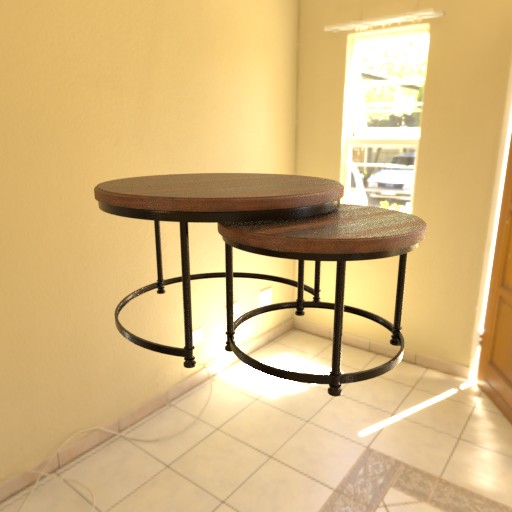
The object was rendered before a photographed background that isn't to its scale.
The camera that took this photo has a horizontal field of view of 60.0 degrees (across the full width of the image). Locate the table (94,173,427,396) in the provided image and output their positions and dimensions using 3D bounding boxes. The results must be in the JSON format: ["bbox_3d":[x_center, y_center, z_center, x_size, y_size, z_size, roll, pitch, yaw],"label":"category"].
[{"bbox_3d":[0.000,0.000,1.603,1.152,0.516,0.870,8,17,27],"label":"table"}]
